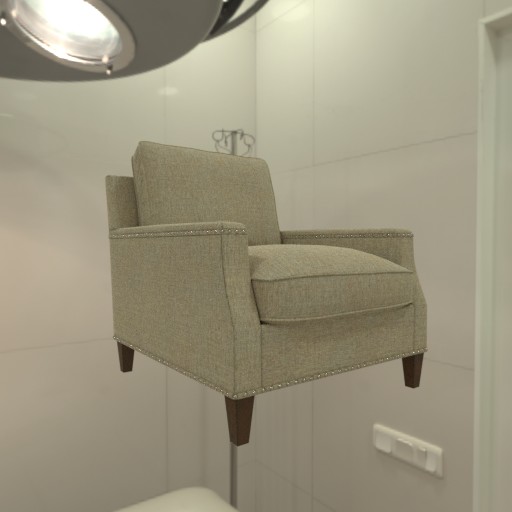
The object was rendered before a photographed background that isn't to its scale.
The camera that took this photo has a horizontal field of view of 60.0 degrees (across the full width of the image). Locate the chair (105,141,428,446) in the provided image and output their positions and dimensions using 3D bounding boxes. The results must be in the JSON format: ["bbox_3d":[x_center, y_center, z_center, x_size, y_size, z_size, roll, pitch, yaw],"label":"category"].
[{"bbox_3d":[0.000,0.000,1.725,0.853,0.943,1.014,-1,2,-37],"label":"chair"}]
